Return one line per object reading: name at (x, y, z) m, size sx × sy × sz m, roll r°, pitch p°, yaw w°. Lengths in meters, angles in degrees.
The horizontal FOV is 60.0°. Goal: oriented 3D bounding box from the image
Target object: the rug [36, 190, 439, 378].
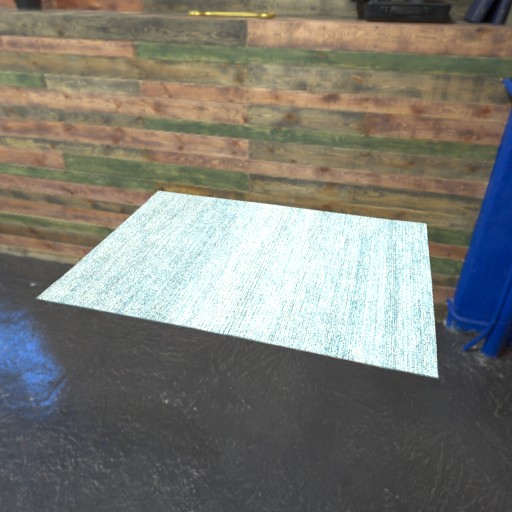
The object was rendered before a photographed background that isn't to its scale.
rug at (0.000, 0.000, 2.997) m, size 2.260 × 0.026 × 1.611 m, roll 9°, pitch 33°, yaw 14°
